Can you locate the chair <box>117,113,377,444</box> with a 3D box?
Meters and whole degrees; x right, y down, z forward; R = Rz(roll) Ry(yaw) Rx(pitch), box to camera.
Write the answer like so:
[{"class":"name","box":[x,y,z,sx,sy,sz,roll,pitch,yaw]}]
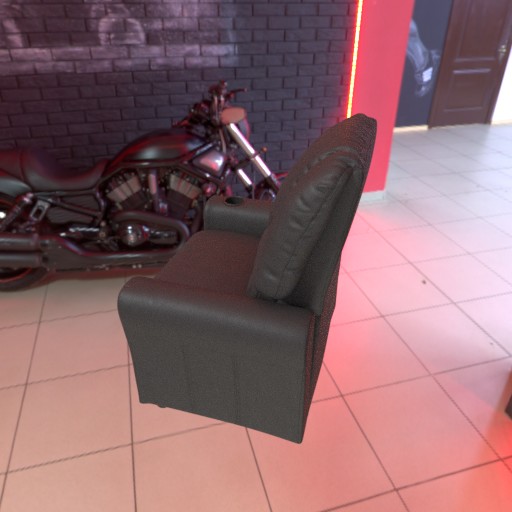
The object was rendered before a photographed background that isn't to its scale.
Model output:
[{"class":"chair","box":[0.000,0.000,1.164,0.521,0.709,0.610,9,32,14]}]
